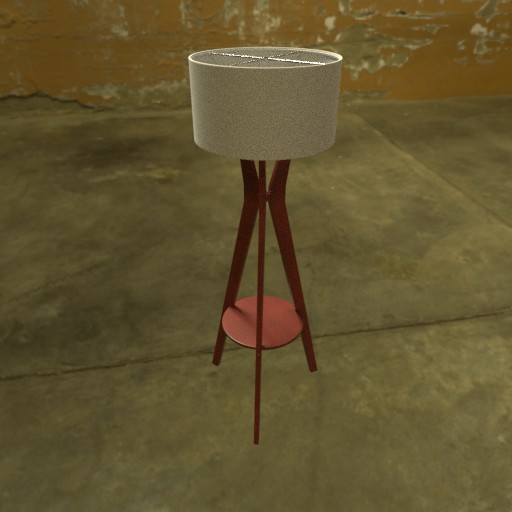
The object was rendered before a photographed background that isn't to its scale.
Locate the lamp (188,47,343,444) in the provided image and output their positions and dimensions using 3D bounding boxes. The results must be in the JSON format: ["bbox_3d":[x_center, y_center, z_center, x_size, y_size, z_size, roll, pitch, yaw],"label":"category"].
[{"bbox_3d":[0.000,0.000,1.770,0.542,1.472,0.539,20,37,30],"label":"lamp"}]
